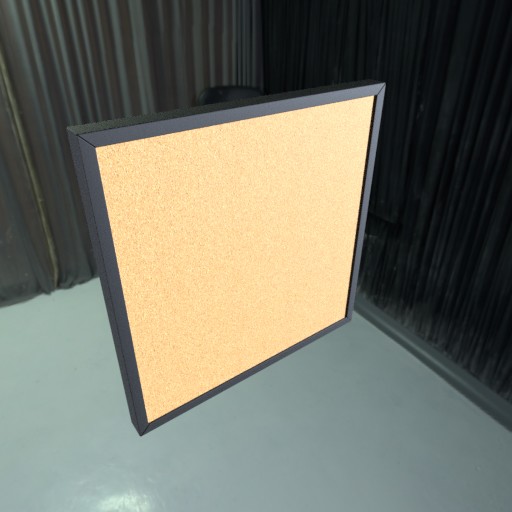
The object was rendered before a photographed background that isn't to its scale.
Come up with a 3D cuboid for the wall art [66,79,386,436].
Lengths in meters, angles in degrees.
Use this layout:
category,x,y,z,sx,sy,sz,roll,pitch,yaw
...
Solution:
category,x,y,z,sx,sy,sz,roll,pitch,yaw
wall art,0.000,0.000,0.749,0.508,0.508,0.037,-21,37,-30
